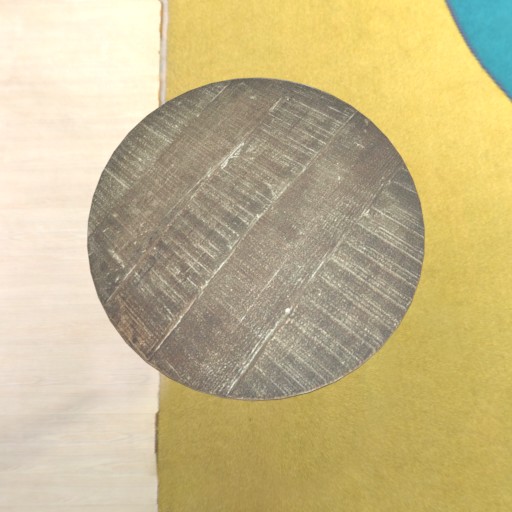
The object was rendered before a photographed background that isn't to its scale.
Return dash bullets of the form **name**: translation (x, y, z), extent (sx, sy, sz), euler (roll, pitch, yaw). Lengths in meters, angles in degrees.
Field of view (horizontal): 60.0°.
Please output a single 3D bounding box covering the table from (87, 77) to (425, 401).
- **table**: translation (0.000, 0.000, 0.945), extent (0.557, 0.437, 0.557), euler (0, 76, 0)
